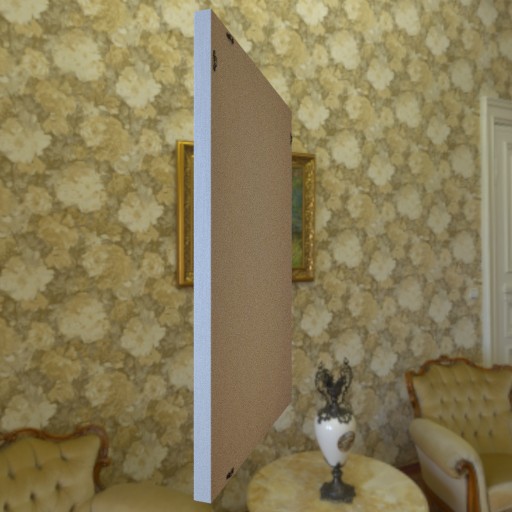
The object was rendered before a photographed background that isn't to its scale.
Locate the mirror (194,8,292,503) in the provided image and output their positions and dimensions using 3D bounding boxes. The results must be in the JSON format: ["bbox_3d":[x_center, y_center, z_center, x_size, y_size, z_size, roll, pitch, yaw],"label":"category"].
[{"bbox_3d":[0.000,0.000,1.112,0.040,0.915,0.609,0,0,19],"label":"mirror"}]
